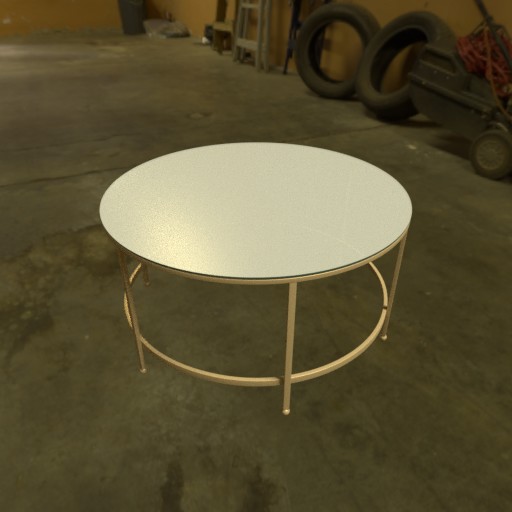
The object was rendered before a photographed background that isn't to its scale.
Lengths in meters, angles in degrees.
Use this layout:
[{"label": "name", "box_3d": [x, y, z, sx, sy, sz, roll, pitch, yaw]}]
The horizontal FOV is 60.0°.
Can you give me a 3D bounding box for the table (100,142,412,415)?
[{"label": "table", "box_3d": [0.000, 0.000, 1.471, 0.914, 0.470, 0.914, 0, 32, 0]}]
